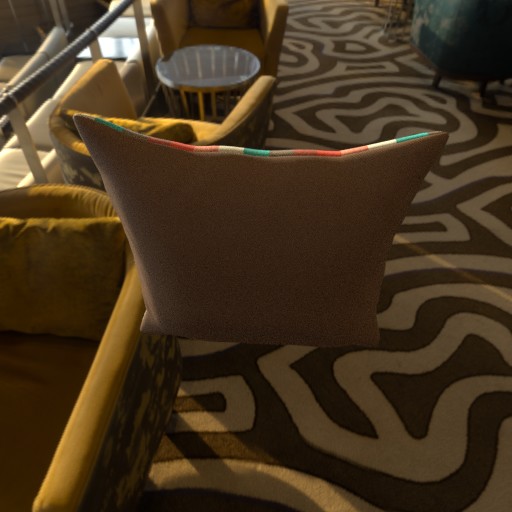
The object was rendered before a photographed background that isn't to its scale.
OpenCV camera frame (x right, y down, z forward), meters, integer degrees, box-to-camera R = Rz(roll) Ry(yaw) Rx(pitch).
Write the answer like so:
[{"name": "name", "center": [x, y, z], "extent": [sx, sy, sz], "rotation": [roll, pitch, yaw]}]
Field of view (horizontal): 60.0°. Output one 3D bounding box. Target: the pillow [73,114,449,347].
[{"name": "pillow", "center": [0.000, 0.000, 0.683], "extent": [0.453, 0.443, 0.168], "rotation": [4, 45, 4]}]
